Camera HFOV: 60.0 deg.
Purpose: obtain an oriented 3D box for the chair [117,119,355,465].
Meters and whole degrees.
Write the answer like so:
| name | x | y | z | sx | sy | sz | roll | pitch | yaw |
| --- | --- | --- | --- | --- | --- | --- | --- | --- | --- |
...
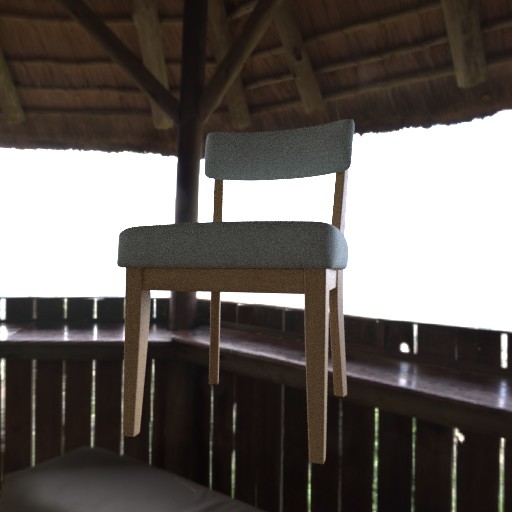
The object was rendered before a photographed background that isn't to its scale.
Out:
| name | x | y | z | sx | sy | sz | roll | pitch | yaw |
| --- | --- | --- | --- | --- | --- | --- | --- | --- | --- |
| chair | 0.000 | 0.000 | 1.198 | 0.508 | 0.832 | 0.572 | 0 | -1 | 18 |
